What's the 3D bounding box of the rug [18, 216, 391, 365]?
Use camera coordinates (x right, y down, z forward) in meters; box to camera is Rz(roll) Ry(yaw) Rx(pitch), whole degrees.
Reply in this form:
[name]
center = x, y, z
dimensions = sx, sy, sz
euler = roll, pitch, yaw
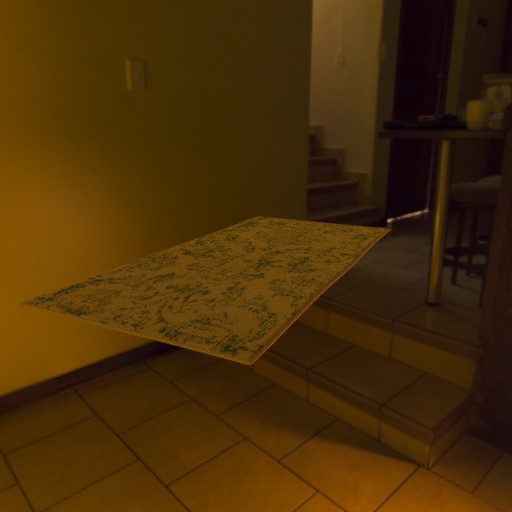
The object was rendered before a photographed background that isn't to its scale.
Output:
[rug]
center = 0.000, 0.000, 1.406
dimensions = 0.605, 0.007, 1.220
euler = 8, 17, 26
